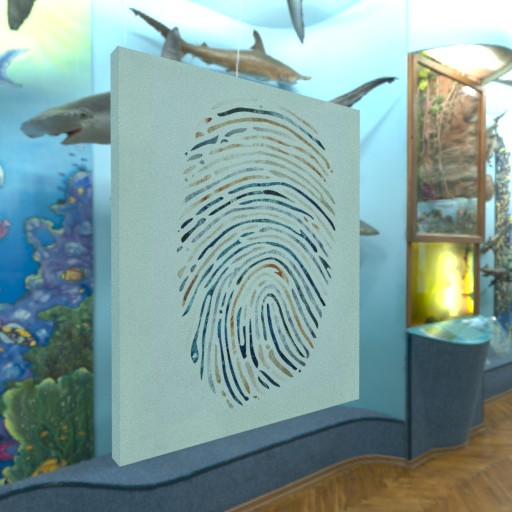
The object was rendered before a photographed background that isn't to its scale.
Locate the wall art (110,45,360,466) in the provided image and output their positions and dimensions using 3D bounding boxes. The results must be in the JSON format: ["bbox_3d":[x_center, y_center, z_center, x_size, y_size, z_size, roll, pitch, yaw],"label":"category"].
[{"bbox_3d":[0.000,0.000,0.797,0.508,0.606,0.037,-1,1,-35],"label":"wall art"}]
